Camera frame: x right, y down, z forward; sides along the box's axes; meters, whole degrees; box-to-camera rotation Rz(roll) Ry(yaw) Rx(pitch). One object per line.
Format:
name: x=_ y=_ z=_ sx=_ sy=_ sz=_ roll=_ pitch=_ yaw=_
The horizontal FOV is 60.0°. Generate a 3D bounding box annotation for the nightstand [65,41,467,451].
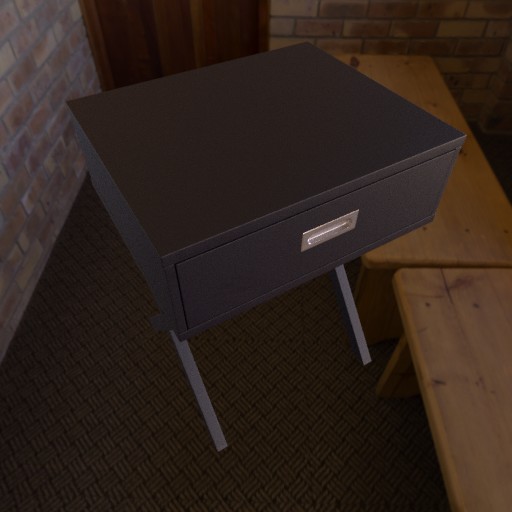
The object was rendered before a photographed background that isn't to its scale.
nightstand: x=0.000 y=0.000 z=0.908 sx=0.479 sy=0.623 sz=0.402 roll=-23 pitch=51 yaw=-20
